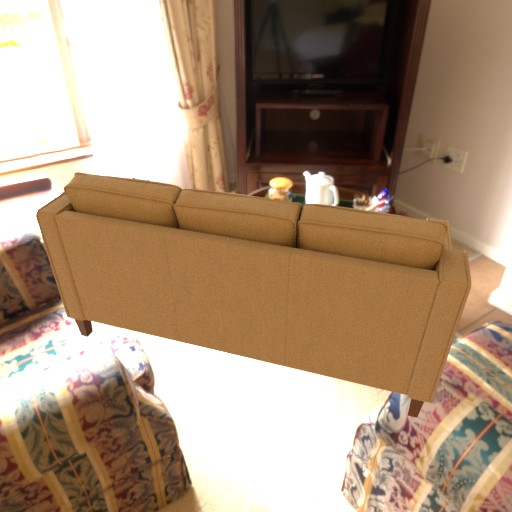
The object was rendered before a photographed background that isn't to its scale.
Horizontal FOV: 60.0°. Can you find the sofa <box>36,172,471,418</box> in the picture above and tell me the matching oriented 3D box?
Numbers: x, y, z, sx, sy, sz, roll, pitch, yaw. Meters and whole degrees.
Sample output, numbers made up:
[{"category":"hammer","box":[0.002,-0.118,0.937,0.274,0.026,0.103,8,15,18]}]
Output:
[{"category":"sofa","box":[0.000,0.000,2.456,1.986,0.974,0.911,10,34,15]}]
